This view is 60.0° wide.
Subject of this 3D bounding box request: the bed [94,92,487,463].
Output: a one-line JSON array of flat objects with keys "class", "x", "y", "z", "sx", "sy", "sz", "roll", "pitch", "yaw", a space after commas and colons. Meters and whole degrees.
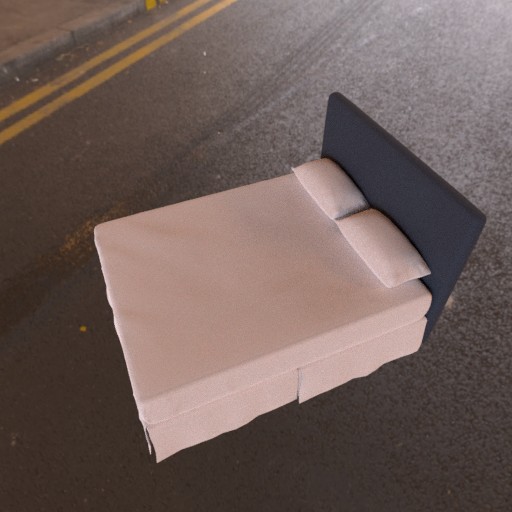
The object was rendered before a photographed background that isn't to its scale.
[{"class": "bed", "x": 0.000, "y": 0.000, "z": 3.147, "sx": 2.162, "sy": 1.330, "sz": 1.713, "roll": -17, "pitch": 49, "yaw": -16}]
